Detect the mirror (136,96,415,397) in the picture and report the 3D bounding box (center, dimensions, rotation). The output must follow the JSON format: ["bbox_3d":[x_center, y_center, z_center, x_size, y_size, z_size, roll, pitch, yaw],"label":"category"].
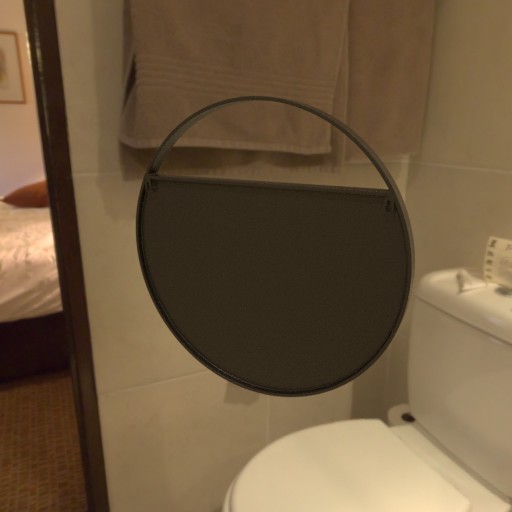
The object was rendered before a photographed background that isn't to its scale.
[{"bbox_3d":[0.000,0.000,0.833,0.565,0.565,0.032,9,19,27],"label":"mirror"}]
